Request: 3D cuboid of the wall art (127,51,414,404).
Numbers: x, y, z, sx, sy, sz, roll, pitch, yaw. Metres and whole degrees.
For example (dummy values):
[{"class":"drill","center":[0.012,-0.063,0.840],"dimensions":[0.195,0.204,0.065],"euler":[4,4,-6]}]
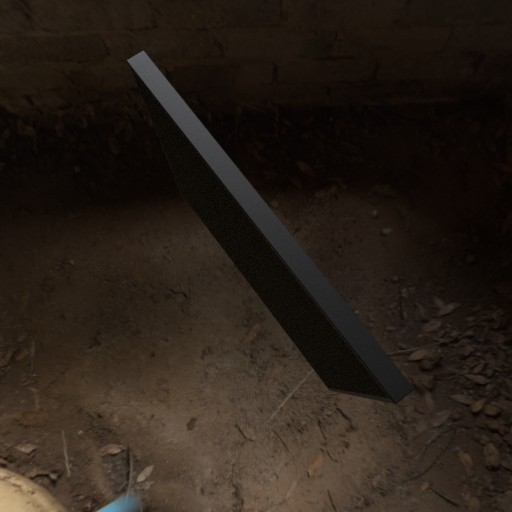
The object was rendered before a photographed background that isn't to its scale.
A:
[{"class":"wall art","center":[0.000,0.000,0.772],"dimensions":[0.029,0.458,0.559],"euler":[-36,78,-9]}]
